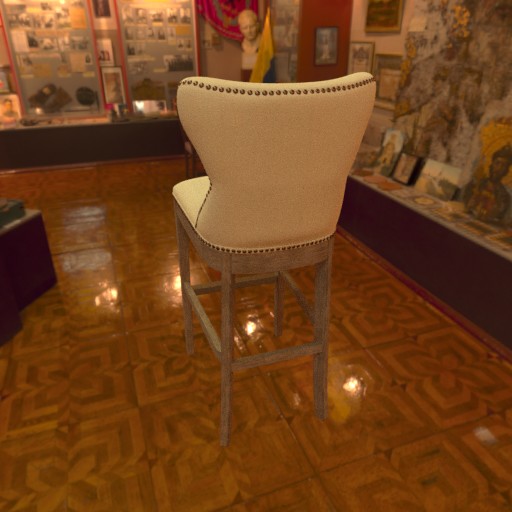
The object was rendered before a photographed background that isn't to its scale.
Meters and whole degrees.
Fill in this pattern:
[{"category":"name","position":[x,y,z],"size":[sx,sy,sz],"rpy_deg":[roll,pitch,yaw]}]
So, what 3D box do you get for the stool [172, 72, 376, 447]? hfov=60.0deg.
[{"category":"stool","position":[0.000,0.000,1.437],"size":[0.494,1.123,0.606],"rpy_deg":[-8,28,-16]}]
